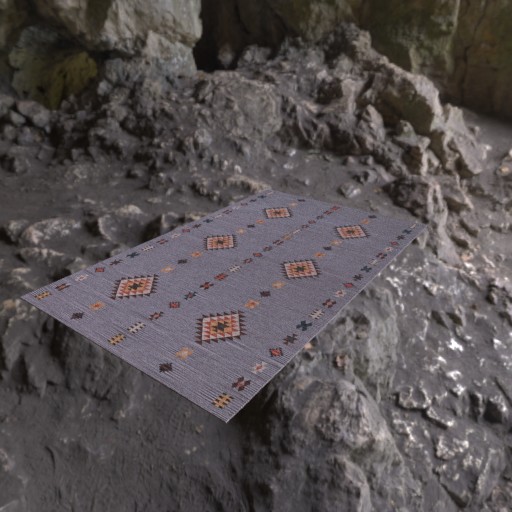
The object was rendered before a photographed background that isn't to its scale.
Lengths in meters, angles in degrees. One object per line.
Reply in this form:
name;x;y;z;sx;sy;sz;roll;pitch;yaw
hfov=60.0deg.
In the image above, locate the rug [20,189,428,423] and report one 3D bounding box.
rug;0.000;0.000;2.967;1.515;0.007;2.427;18;32;32
